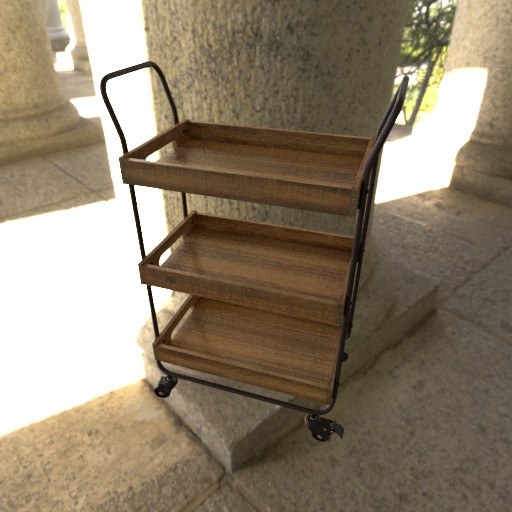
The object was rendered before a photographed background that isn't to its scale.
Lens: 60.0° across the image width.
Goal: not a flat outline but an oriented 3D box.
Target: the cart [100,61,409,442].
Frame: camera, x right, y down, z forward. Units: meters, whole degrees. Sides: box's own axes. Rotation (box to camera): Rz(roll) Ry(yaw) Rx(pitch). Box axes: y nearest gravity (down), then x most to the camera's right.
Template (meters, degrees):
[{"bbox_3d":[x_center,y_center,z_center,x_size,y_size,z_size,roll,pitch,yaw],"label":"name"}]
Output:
[{"bbox_3d":[0.000,0.000,1.111,0.583,0.857,0.339,10,34,16],"label":"cart"}]
